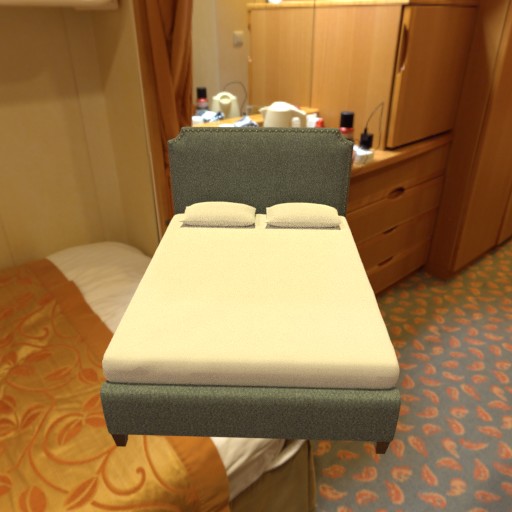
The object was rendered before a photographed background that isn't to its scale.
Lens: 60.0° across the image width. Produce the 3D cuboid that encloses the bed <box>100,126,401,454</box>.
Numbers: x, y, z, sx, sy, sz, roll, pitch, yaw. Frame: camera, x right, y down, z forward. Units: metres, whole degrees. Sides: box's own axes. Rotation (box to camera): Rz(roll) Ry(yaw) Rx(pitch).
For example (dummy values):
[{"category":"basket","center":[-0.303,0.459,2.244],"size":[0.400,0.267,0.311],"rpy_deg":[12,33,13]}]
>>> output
[{"category":"bed","center":[0.000,0.000,3.359],"size":[1.712,1.443,2.372],"rpy_deg":[1,28,2]}]
